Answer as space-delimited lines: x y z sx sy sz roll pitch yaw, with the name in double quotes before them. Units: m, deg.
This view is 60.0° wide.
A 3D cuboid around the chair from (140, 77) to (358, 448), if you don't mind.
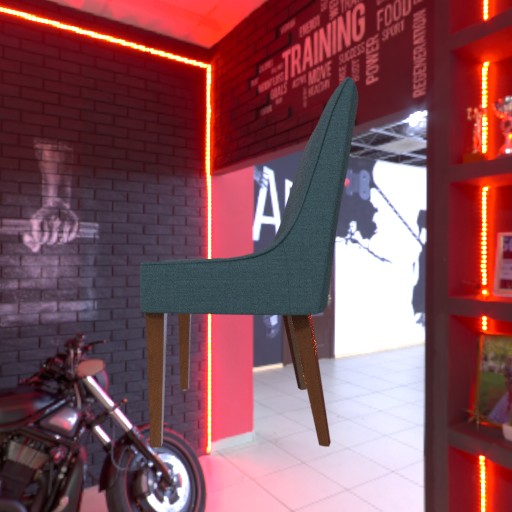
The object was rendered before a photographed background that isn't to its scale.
"chair" 0.000 0.000 1.222 0.544 0.861 0.529 0 0 -1
